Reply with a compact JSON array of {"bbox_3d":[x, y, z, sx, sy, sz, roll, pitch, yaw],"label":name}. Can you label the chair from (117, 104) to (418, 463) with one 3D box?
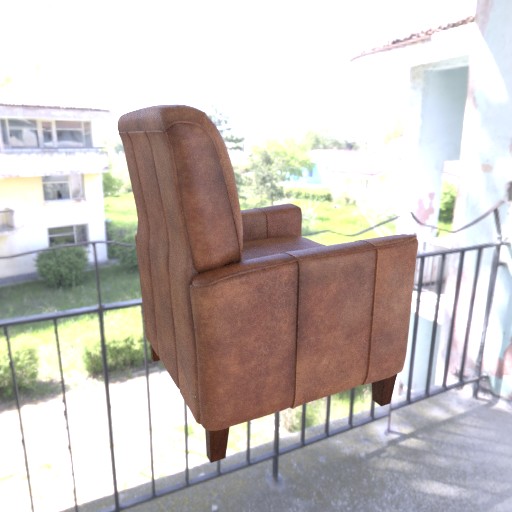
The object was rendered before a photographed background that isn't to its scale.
[{"bbox_3d":[0.000,0.000,1.661,0.836,1.043,0.843,-7,17,-26],"label":"chair"}]
